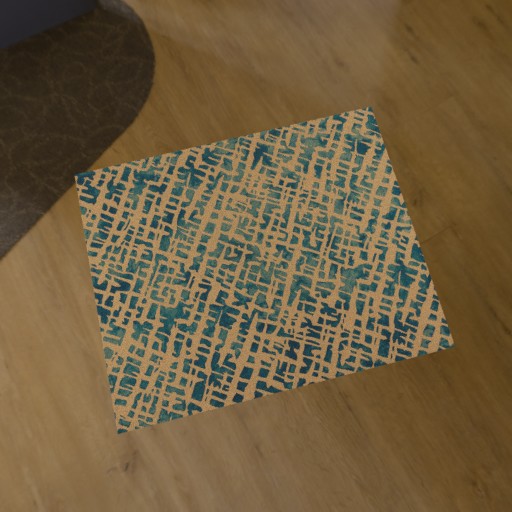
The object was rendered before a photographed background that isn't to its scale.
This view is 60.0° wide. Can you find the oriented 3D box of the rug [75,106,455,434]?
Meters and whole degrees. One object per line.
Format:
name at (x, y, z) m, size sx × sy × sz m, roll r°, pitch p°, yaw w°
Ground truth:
rug at (0.000, 0.000, 4.088) m, size 3.007 × 0.007 × 2.435 m, roll -14°, pitch 77°, yaw -3°
